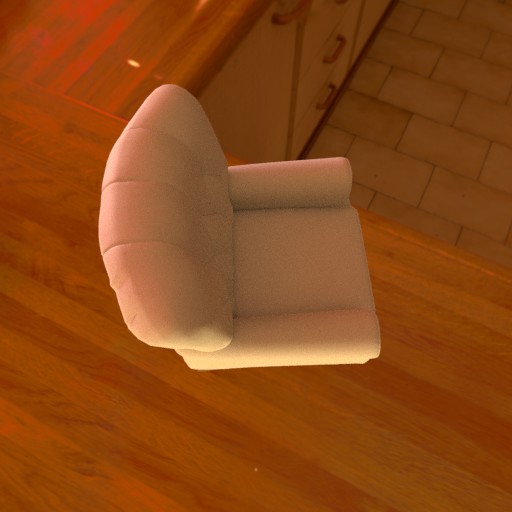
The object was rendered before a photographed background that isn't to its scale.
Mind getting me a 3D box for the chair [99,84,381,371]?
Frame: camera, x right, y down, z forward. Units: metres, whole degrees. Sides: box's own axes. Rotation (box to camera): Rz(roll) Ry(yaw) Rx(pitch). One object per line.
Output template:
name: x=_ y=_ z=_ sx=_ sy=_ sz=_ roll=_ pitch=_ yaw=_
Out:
chair: x=0.000 y=0.000 z=2.079 sx=1.128 sy=1.217 sz=1.090 roll=-3 pitch=64 yaw=-1
